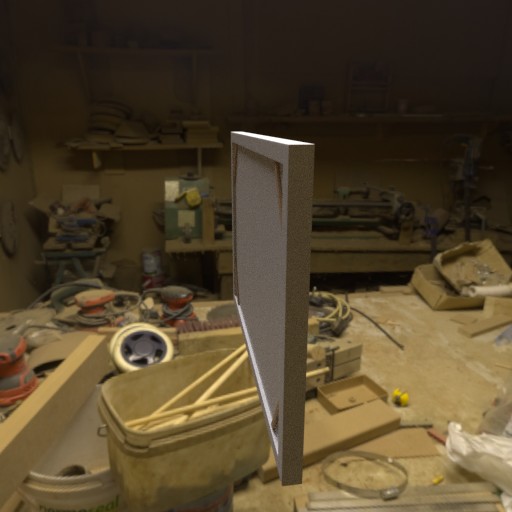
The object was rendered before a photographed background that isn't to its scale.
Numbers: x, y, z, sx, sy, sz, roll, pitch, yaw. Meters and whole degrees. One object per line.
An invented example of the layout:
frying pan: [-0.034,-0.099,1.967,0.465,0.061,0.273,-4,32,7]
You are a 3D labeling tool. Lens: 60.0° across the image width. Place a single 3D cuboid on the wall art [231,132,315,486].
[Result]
wall art: [0.000,0.000,1.161,0.038,0.609,0.914,-2,17,-8]
